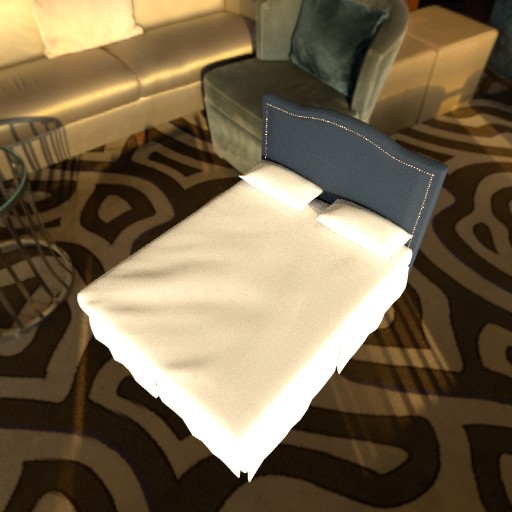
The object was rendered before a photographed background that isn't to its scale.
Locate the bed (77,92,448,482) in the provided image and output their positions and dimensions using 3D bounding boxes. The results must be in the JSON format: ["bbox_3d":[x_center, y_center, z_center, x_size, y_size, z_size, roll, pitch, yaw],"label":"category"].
[{"bbox_3d":[0.000,0.000,3.434,1.821,1.436,2.282,33,55,27],"label":"bed"}]
